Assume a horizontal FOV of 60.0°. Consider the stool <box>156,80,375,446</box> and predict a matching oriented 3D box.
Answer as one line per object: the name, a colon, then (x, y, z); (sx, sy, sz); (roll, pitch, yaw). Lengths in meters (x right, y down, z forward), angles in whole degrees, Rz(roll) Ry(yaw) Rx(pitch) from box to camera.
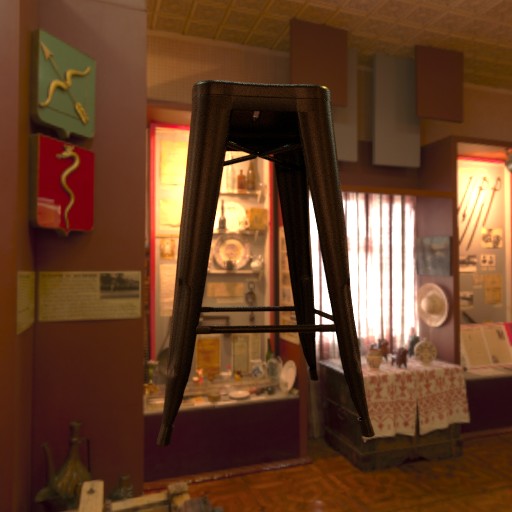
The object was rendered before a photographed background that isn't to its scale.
stool: (0.000, 0.000, 0.913); (0.423, 0.609, 0.455); (0, -2, -17)
